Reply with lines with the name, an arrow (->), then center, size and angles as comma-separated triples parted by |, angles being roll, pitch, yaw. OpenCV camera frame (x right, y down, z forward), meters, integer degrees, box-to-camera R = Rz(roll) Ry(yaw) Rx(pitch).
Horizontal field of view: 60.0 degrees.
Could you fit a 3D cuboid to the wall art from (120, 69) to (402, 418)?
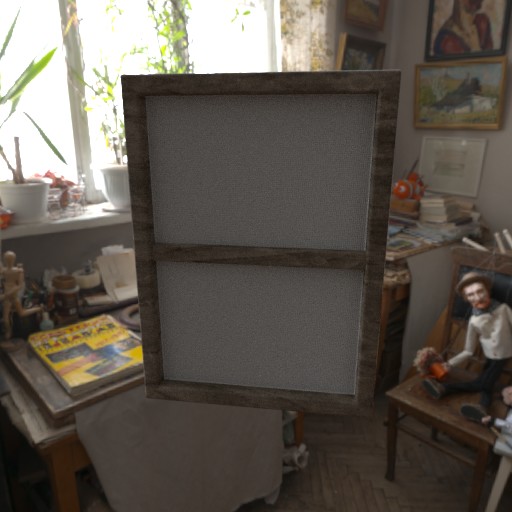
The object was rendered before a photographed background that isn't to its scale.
wall art -> 0.000, 0.000, 0.789 | 0.443, 0.605, 0.035 | 2, 17, 8
